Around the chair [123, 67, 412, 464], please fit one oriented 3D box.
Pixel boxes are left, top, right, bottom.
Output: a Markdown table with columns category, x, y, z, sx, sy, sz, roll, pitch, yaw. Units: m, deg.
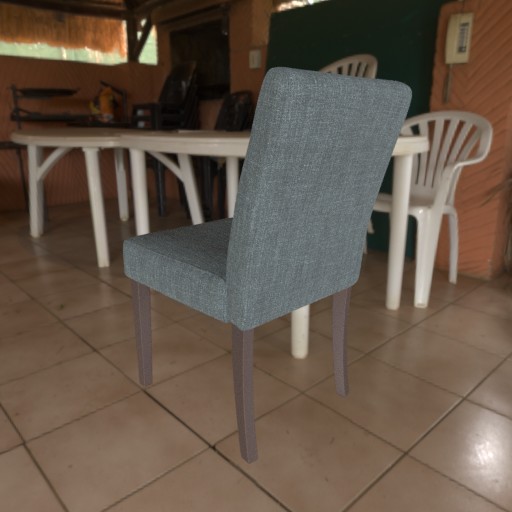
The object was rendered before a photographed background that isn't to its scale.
| category | x | y | z | sx | sy | sz | roll | pitch | yaw |
| --- | --- | --- | --- | --- | --- | --- | --- | --- | --- |
| chair | 0.000 | 0.000 | 1.210 | 0.487 | 0.884 | 0.629 | -16 | 23 | -42 |
